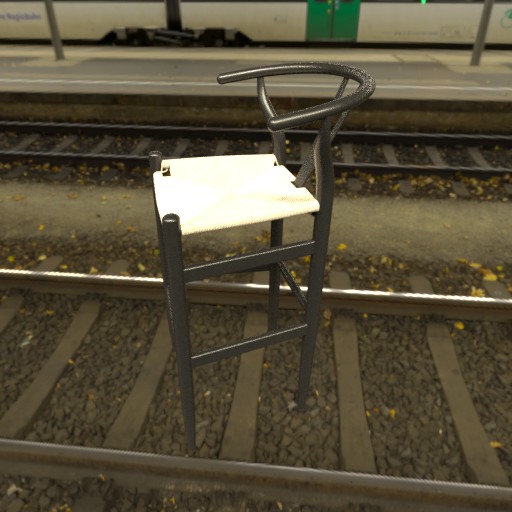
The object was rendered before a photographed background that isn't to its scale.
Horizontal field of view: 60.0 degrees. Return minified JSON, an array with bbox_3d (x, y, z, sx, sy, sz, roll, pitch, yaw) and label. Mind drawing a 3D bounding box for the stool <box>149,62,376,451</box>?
[{"bbox_3d":[0.000,0.000,1.385,0.579,1.072,0.569,-8,32,-13],"label":"stool"}]
